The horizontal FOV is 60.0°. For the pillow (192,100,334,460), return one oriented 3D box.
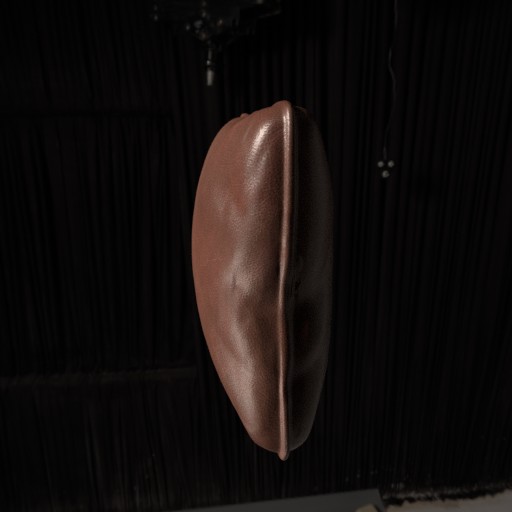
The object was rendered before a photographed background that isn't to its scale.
[{"bbox_3d":[0.000,0.000,0.828,0.236,0.523,0.532,-2,16,-8],"label":"pillow"}]
